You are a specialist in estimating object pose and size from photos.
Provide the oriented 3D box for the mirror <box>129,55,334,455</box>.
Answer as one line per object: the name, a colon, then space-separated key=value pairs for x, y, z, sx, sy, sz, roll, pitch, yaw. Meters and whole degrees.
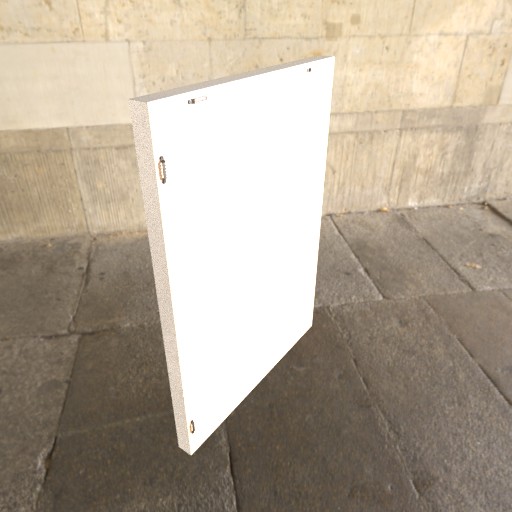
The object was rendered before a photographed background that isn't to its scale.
mirror: x=0.000 y=0.000 z=0.919 sx=0.040 sy=0.710 sz=0.507 roll=21 pitch=37 yaw=30
